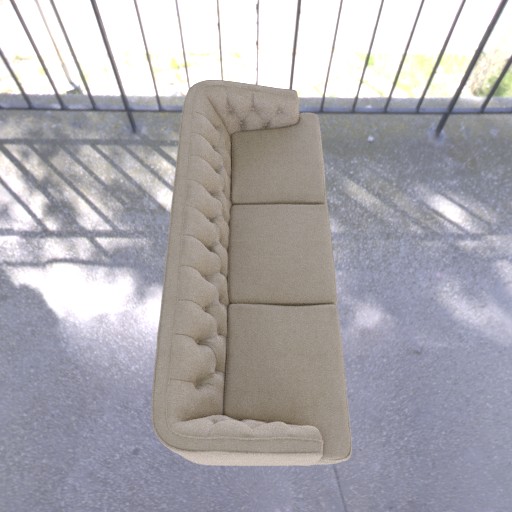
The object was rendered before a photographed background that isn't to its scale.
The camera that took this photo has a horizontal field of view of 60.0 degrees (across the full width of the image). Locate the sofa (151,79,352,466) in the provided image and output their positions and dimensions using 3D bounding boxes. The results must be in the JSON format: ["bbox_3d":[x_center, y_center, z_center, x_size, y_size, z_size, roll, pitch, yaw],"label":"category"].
[{"bbox_3d":[0.000,0.000,2.635,0.913,0.788,2.235,0,61,0],"label":"sofa"}]
